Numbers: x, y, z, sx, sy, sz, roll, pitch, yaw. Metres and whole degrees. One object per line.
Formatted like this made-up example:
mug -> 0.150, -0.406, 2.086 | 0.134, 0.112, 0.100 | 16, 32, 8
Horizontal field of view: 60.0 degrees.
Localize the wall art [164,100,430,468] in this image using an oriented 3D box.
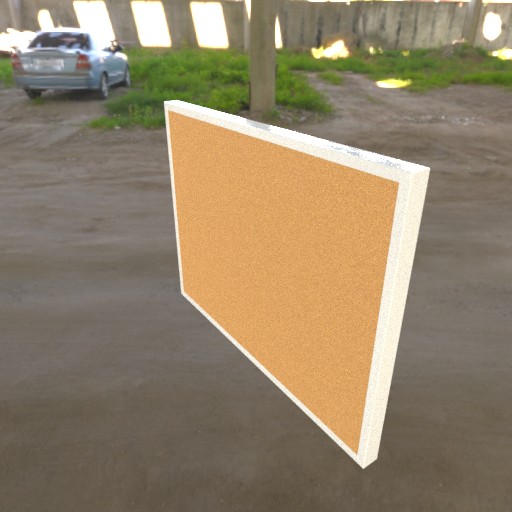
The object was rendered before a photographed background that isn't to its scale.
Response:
wall art -> 0.000, 0.000, 1.361 | 0.053, 0.787, 1.041 | -18, 32, -31
